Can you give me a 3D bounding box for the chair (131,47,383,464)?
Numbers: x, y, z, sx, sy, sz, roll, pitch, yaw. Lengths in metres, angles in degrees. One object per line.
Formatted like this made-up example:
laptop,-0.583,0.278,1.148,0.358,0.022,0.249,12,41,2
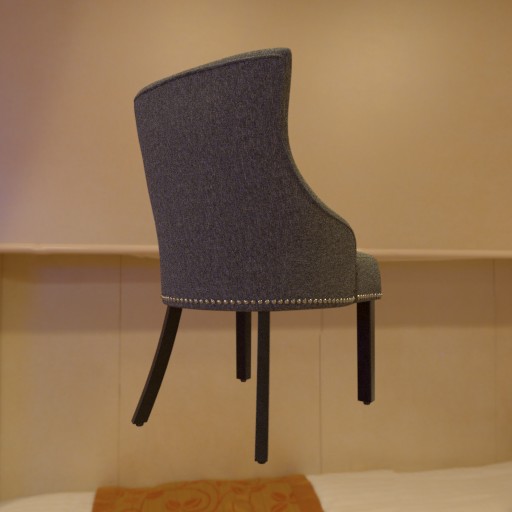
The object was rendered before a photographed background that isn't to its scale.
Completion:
chair,0.000,0.000,1.298,0.566,0.909,0.629,-1,-2,35
